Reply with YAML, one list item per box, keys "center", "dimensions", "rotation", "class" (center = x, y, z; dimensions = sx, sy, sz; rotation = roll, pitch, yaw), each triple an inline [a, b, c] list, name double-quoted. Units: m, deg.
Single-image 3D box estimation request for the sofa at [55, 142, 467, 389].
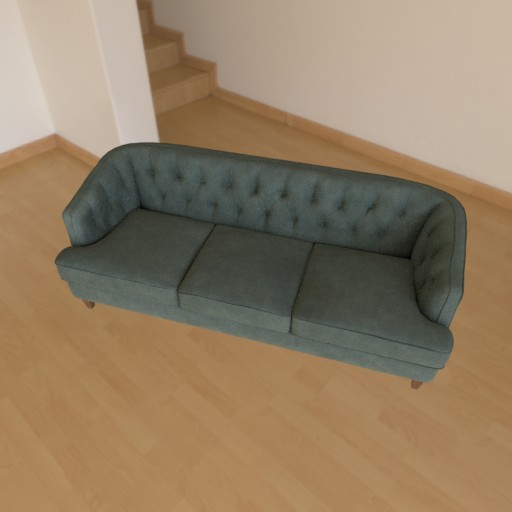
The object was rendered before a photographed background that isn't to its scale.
- center: [0.000, 0.000, 2.729]
  dimensions: [2.278, 0.855, 0.941]
  rotation: [11, 43, 12]
  class: "sofa"
